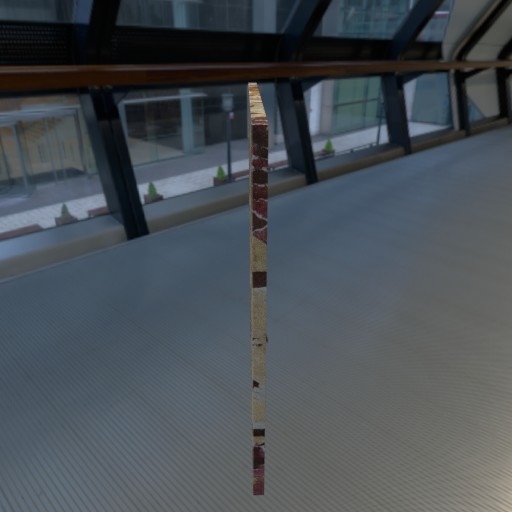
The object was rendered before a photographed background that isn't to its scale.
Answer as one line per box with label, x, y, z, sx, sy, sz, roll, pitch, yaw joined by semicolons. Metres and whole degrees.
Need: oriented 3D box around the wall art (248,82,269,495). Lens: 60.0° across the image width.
wall art;0.000;0.000;1.116;0.028;0.762;0.757;-1;25;-1
